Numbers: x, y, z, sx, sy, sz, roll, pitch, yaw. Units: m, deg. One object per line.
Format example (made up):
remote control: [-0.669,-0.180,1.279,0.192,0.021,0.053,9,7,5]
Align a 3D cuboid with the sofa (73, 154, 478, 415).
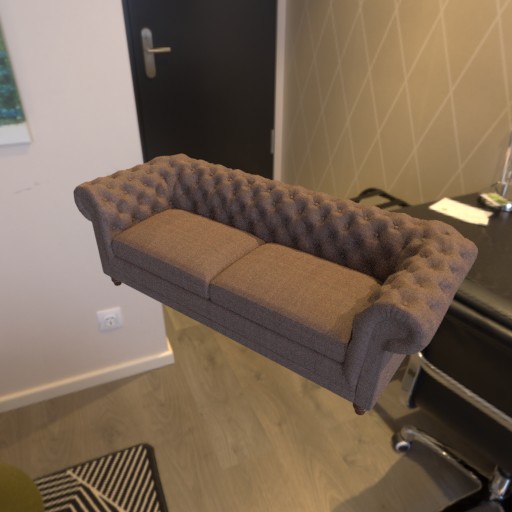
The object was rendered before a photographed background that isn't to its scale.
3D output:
sofa: [0.000,0.000,2.812,2.385,0.787,0.944,21,37,31]
